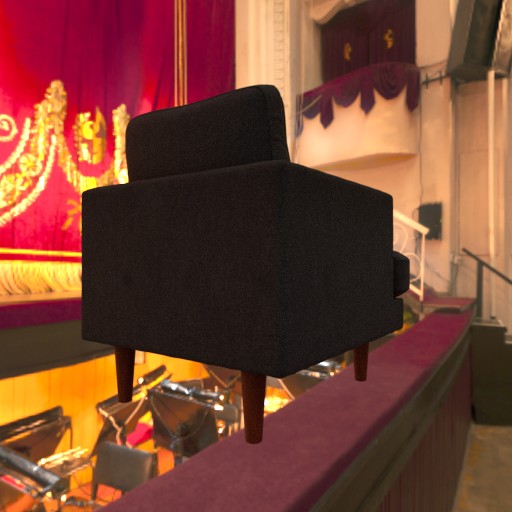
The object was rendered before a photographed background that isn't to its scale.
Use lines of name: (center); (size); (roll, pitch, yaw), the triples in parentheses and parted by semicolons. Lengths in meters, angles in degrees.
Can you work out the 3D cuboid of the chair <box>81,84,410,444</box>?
chair: (0.000, 0.000, 1.612); (0.858, 0.957, 0.899); (0, 0, 36)
